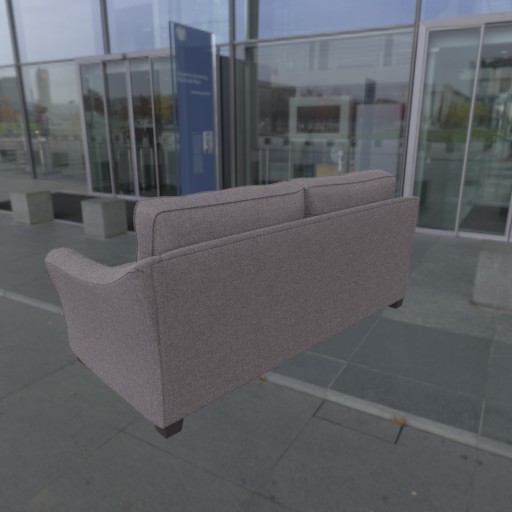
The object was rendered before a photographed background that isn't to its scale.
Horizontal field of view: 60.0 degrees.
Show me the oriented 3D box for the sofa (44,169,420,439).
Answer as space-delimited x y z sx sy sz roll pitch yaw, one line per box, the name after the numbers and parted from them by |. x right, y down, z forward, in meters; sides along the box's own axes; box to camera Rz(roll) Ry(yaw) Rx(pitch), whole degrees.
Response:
0.000 0.000 2.724 2.203 0.976 1.013 -16 23 -42 | sofa
